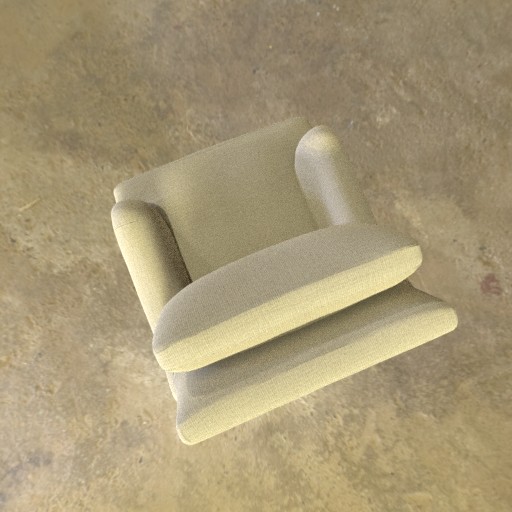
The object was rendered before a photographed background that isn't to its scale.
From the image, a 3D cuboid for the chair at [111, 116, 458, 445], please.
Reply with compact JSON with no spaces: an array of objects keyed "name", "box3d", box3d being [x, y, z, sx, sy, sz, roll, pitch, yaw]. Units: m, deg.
[{"name":"chair","box3d":[0.000,0.000,1.823,0.955,1.038,1.070,-22,77,-5]}]
